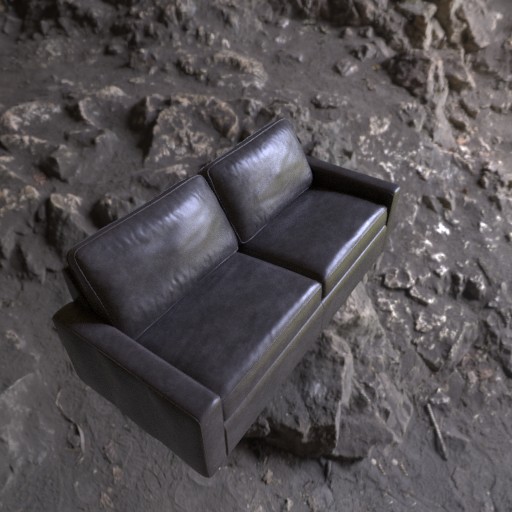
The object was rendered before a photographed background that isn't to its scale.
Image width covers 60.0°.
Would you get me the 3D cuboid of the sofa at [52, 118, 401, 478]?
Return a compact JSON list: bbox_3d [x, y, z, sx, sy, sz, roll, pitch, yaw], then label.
[{"bbox_3d":[0.000,0.000,2.590,0.939,0.916,2.081,25,47,26],"label":"sofa"}]
